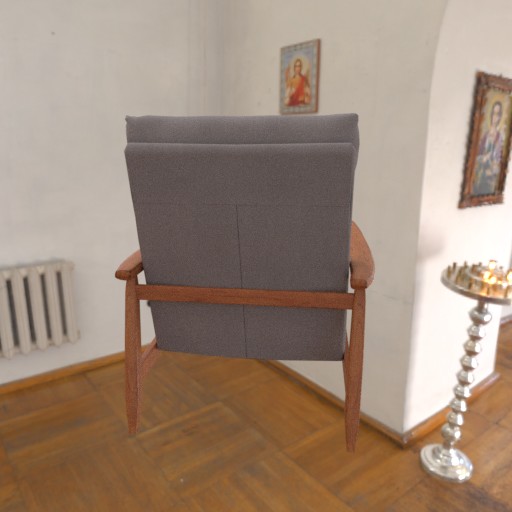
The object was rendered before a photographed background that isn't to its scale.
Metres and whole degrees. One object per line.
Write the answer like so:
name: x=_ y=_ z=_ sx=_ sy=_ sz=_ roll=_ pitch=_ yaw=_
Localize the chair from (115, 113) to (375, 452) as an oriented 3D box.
chair: x=0.000 y=0.000 z=1.558 sx=0.782 sy=0.922 sz=0.816 roll=2 pitch=15 yaw=7
